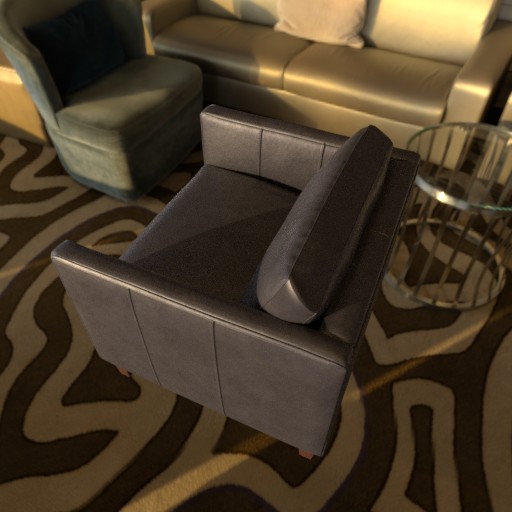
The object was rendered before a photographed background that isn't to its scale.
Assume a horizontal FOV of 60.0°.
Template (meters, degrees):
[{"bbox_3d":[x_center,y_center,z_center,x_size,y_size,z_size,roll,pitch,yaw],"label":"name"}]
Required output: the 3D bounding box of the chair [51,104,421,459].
[{"bbox_3d":[0.000,0.000,1.565,0.862,0.811,0.939,18,49,17],"label":"chair"}]
